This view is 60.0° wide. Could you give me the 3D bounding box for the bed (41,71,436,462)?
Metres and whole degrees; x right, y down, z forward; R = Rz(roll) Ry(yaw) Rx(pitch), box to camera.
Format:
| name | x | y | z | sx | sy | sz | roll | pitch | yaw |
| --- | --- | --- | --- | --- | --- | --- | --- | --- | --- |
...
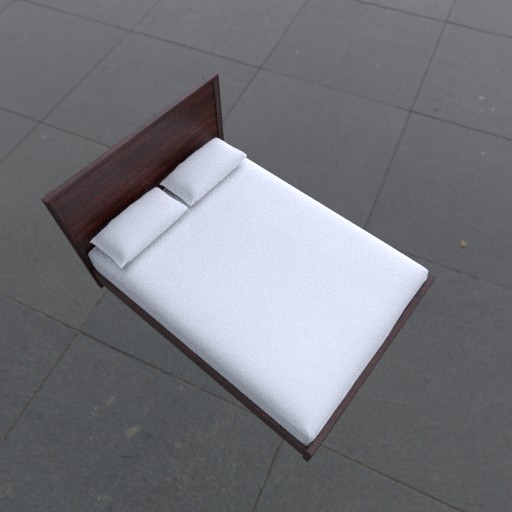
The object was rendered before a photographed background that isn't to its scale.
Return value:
| name | x | y | z | sx | sy | sz | roll | pitch | yaw |
| --- | --- | --- | --- | --- | --- | --- | --- | --- | --- |
| bed | 0.000 | 0.000 | 4.101 | 2.803 | 1.492 | 2.040 | 35 | 65 | 19 |
